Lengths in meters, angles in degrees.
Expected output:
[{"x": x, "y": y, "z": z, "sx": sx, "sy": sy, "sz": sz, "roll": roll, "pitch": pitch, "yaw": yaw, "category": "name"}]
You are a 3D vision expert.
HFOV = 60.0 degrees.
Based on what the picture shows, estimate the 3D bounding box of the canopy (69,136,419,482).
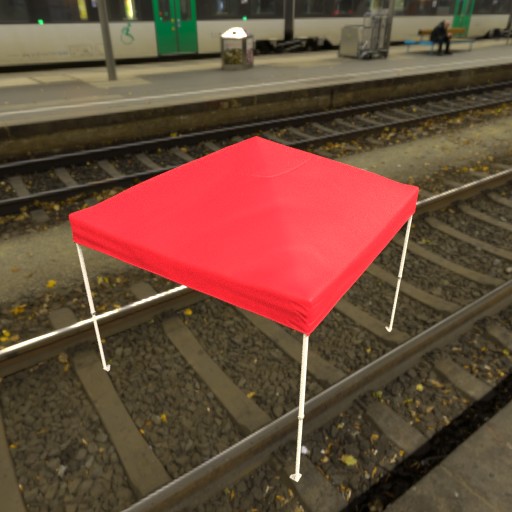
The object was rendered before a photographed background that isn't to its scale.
[{"x": 0.000, "y": 0.000, "z": 5.582, "sx": 2.996, "sy": 2.997, "sz": 2.998, "roll": 18, "pitch": 34, "yaw": 29, "category": "canopy"}]
